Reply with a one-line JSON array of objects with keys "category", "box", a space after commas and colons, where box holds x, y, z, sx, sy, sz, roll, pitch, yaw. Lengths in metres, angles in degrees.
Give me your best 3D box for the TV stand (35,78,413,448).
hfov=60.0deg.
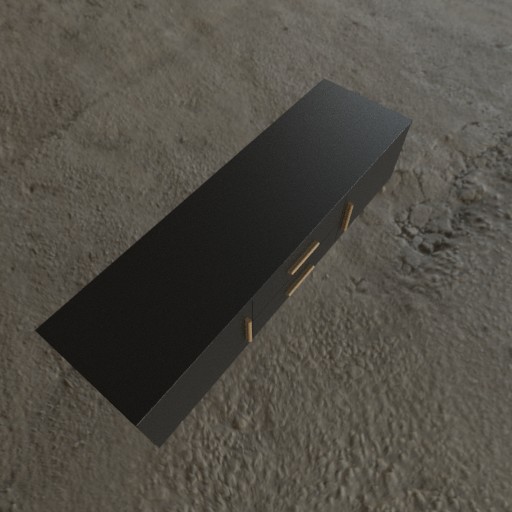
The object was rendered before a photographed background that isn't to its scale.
[{"category": "TV stand", "box": [0.000, 0.000, 1.554, 0.390, 0.518, 1.312, 34, 63, 20]}]
